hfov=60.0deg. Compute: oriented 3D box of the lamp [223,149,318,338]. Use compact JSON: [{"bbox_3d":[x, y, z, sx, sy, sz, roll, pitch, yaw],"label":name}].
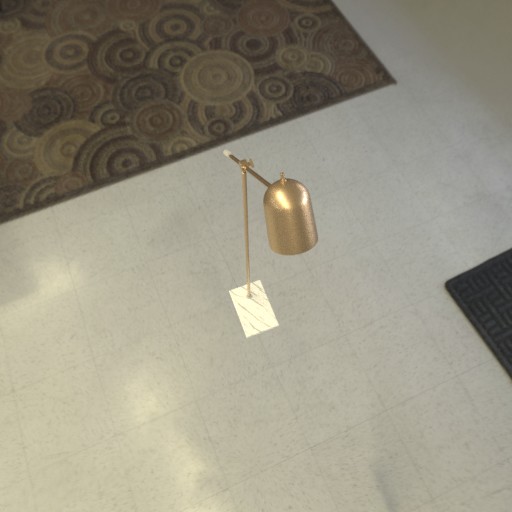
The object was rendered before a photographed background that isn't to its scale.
[{"bbox_3d":[0.000,0.000,1.832,0.194,1.594,0.653,-19,66,-9],"label":"lamp"}]
